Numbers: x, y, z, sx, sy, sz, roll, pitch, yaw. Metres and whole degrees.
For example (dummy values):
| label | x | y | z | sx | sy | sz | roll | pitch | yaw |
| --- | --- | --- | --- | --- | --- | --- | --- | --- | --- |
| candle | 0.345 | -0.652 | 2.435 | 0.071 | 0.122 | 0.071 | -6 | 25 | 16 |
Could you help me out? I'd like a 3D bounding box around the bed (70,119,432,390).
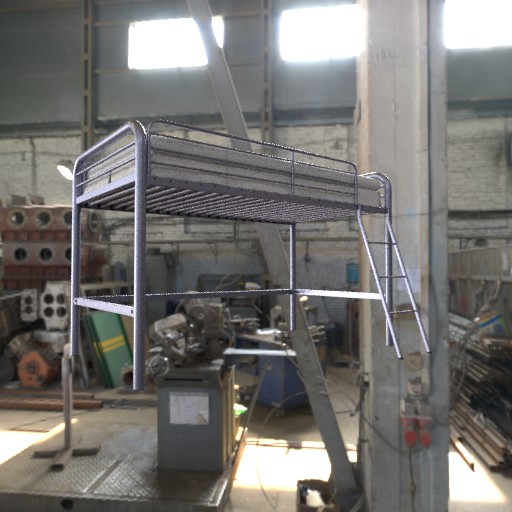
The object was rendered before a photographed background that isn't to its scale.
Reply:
| label | x | y | z | sx | sy | sz | roll | pitch | yaw |
| --- | --- | --- | --- | --- | --- | --- | --- | --- | --- |
| bed | 0.000 | 0.000 | 2.936 | 1.965 | 1.288 | 1.415 | 1 | -2 | -38 |
